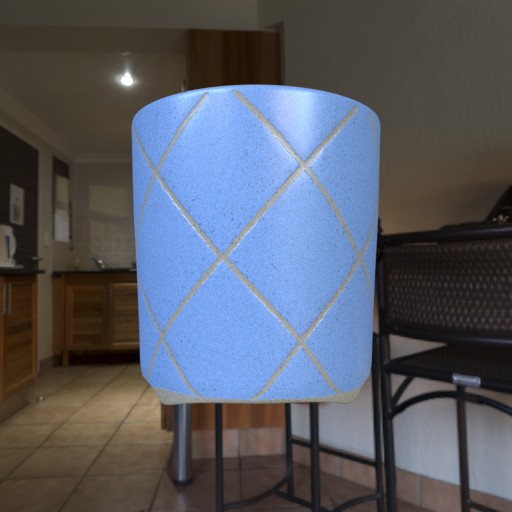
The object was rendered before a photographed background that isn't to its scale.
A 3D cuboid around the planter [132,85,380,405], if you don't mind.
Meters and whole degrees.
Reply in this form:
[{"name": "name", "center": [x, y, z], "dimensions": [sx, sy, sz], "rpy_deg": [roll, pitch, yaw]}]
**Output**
[{"name": "planter", "center": [0.000, 0.000, 0.418], "dimensions": [0.227, 0.235, 0.227], "rpy_deg": [0, -1, 0]}]
